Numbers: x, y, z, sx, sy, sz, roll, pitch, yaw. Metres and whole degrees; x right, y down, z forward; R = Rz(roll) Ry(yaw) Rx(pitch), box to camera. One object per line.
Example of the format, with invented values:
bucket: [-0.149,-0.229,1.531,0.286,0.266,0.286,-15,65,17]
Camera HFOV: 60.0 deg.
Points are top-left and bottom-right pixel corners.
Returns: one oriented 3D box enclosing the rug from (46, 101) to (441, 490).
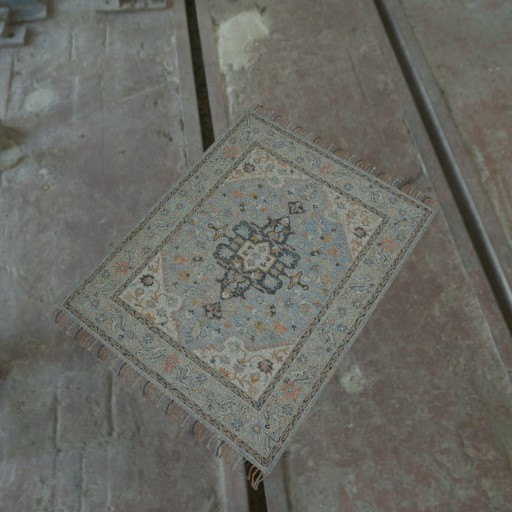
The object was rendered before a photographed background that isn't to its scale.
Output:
rug: [0.000,0.000,4.249,2.379,0.011,3.221,33,69,15]
